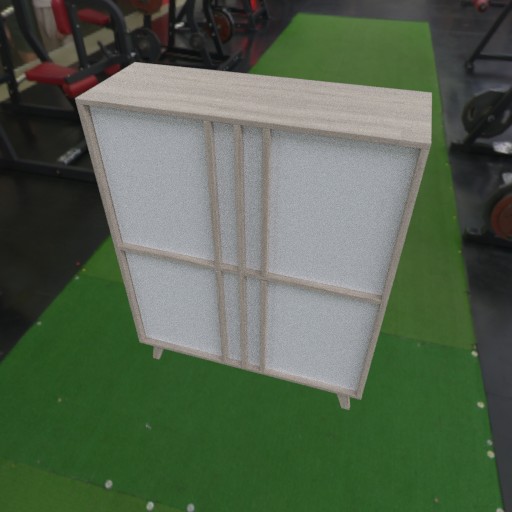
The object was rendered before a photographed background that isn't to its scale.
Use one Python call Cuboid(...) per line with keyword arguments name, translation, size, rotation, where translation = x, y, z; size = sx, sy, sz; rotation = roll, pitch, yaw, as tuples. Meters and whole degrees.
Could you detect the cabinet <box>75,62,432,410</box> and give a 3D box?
Cuboid(name="cabinet", translation=(0.000, 0.000, 1.910), size=(1.111, 1.388, 0.398), rotation=(11, 41, 13))
